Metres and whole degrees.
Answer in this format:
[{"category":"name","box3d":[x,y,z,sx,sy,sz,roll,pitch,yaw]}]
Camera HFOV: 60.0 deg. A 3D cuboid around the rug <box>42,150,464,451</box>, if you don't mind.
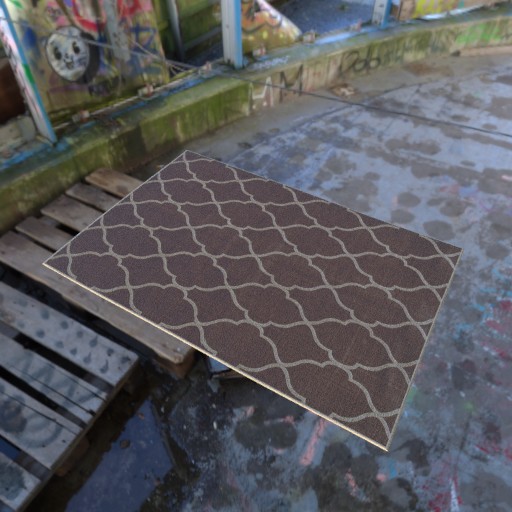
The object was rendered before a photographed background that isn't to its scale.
[{"category":"rug","box3d":[0.000,0.000,2.876,2.294,0.014,1.528,23,50,21]}]
